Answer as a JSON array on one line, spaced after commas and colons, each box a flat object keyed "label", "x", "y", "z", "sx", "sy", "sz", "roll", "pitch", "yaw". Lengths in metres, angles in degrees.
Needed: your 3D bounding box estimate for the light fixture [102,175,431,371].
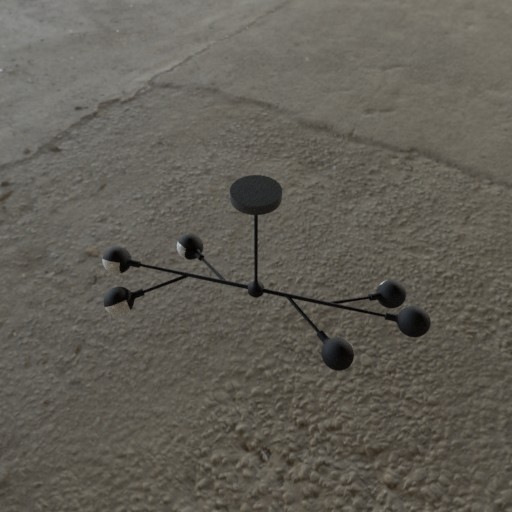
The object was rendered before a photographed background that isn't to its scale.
[{"label": "light fixture", "x": 0.000, "y": 0.000, "z": 0.984, "sx": 0.778, "sy": 0.362, "sz": 0.434, "roll": 23, "pitch": 50, "yaw": 21}]
